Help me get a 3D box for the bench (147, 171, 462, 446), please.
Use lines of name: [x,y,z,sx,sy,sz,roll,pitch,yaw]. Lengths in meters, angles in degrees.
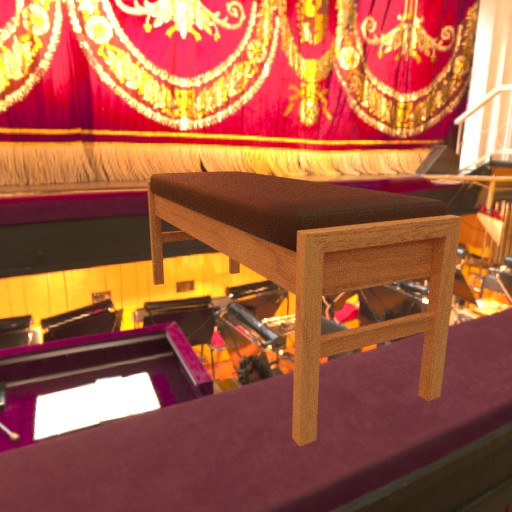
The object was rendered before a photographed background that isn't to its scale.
bench: [0.000,0.000,1.451,0.405,0.480,1.200,-7,16,-26]
